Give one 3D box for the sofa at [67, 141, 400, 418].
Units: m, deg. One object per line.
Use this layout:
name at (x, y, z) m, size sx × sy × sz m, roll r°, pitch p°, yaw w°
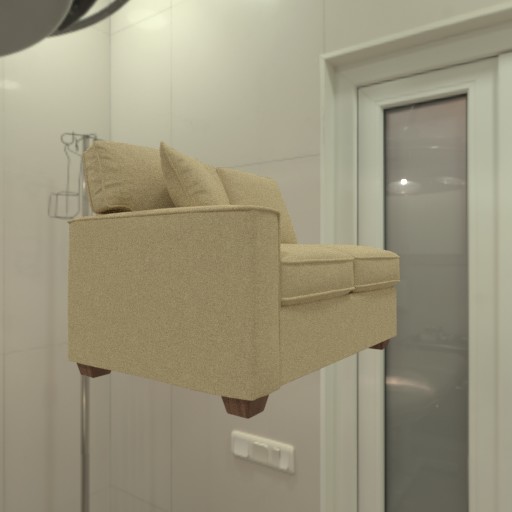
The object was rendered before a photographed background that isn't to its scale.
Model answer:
sofa at (0.000, 0.000, 2.126) m, size 0.991 × 0.989 × 1.388 m, roll 0°, pitch 0°, yaw 35°
